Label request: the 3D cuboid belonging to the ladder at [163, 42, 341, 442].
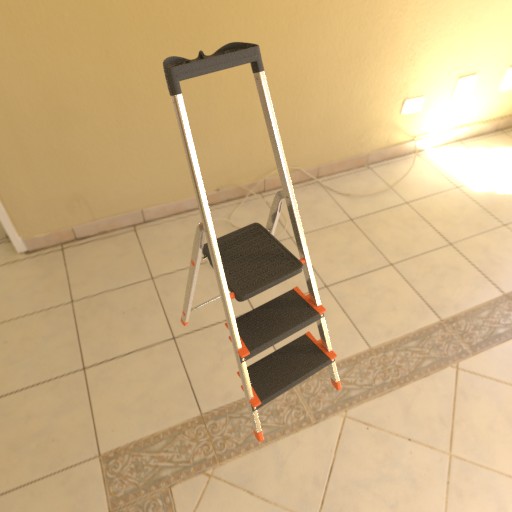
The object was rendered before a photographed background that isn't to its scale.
[{"bbox_3d":[0.000,0.000,1.543,0.416,1.229,0.686,-25,50,-22],"label":"ladder"}]
